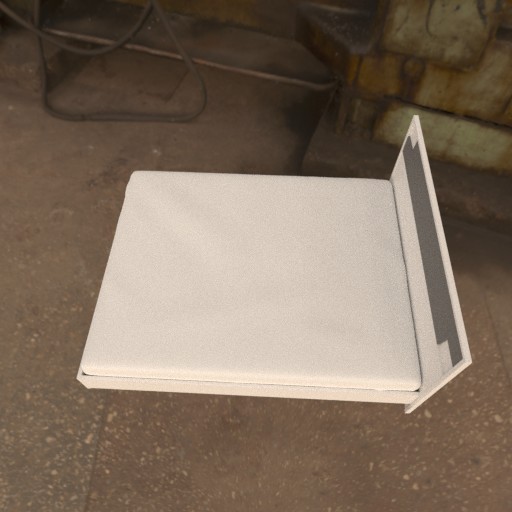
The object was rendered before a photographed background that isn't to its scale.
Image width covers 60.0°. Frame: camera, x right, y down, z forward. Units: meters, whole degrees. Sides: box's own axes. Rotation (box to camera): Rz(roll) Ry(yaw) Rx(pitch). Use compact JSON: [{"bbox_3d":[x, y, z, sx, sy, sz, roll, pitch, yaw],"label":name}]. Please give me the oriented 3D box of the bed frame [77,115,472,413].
[{"bbox_3d":[0.000,0.000,2.971,2.100,1.001,1.711,2,58,2],"label":"bed frame"}]
